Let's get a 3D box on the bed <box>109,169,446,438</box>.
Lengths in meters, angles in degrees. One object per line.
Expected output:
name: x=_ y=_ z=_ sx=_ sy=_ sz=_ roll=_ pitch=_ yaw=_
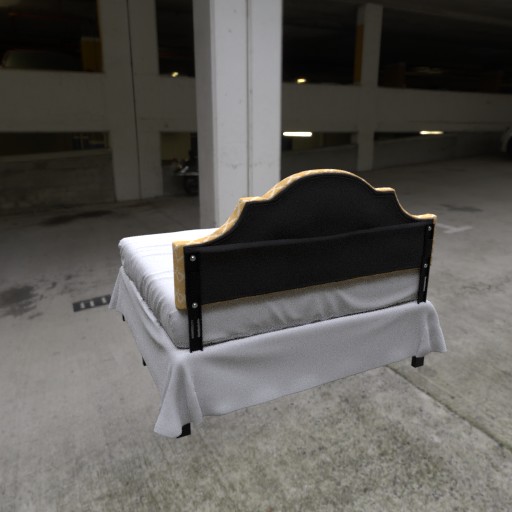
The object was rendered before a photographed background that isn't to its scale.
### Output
bed: x=0.000 y=0.000 z=3.785 sx=2.314 sy=1.601 sz=2.222 roll=-8 pitch=18 yaw=-24
